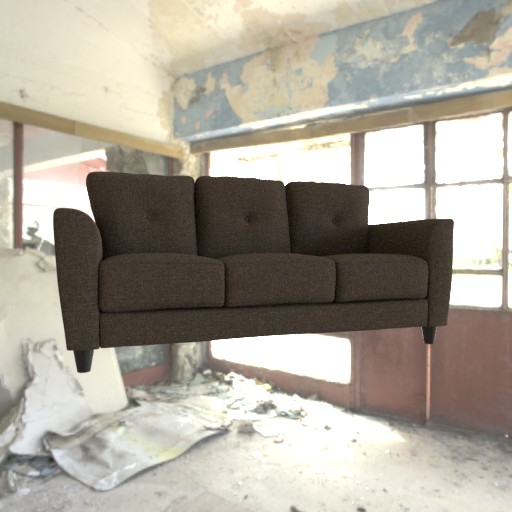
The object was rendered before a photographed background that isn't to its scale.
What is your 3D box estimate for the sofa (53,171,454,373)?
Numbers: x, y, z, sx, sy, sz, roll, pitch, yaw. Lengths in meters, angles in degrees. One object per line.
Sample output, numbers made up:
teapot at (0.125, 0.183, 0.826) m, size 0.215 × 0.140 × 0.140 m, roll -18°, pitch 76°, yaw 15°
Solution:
sofa at (0.000, 0.000, 2.303) m, size 1.847 × 0.891 × 0.837 m, roll 0°, pitch 1°, yaw -19°
